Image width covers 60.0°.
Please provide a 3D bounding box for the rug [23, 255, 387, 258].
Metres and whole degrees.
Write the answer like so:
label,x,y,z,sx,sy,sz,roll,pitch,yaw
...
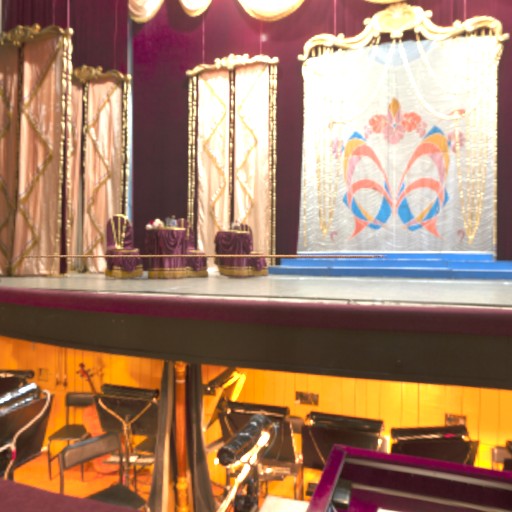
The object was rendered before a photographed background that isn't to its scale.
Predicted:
label,x,y,z,sx,sy,sz,roll,pitch,yaw
rug,0.000,0.000,2.747,1.524,0.013,2.135,0,0,18
